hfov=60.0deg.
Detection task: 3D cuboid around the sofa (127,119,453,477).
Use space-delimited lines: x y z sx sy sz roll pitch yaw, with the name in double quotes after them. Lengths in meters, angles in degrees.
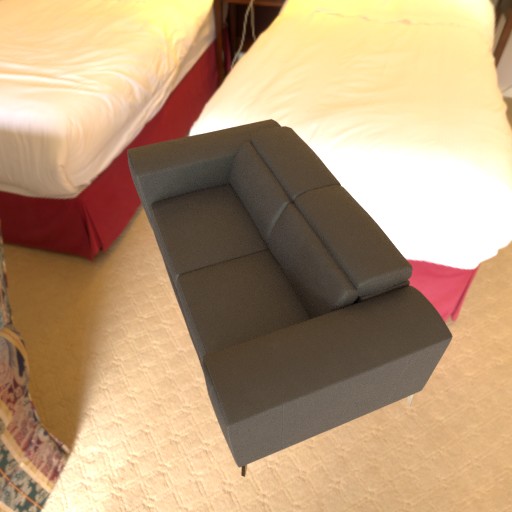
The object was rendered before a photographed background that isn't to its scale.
0.000 0.000 2.435 1.003 0.779 1.895 -16 49 -15 "sofa"
